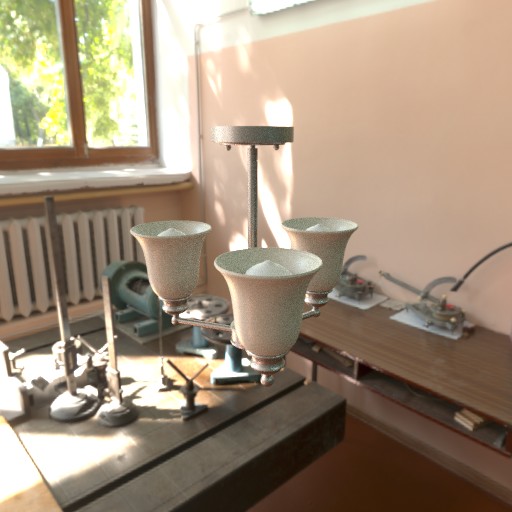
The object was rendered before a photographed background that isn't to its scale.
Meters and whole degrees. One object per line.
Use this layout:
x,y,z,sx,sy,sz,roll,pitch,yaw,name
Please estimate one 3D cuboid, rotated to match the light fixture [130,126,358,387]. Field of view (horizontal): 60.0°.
0.000,0.000,0.659,0.388,0.370,0.354,-2,15,-8,light fixture
